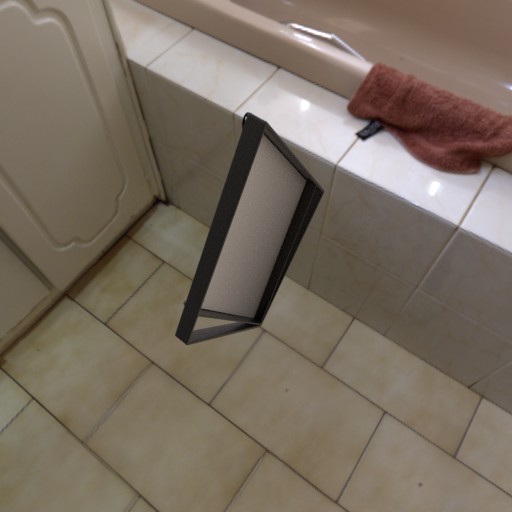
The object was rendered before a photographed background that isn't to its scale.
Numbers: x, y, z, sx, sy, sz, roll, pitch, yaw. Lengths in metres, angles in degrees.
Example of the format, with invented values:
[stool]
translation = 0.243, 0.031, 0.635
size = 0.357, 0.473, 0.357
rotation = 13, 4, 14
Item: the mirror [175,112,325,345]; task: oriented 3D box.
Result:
[mirror]
translation = 0.000, 0.000, 0.837
size = 0.032, 0.679, 0.419
rotation = 34, 65, 18
